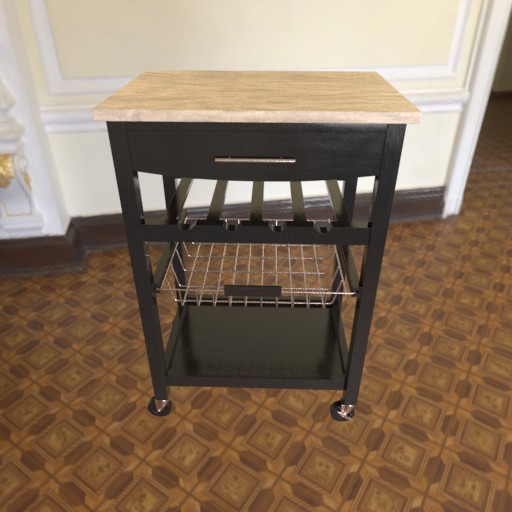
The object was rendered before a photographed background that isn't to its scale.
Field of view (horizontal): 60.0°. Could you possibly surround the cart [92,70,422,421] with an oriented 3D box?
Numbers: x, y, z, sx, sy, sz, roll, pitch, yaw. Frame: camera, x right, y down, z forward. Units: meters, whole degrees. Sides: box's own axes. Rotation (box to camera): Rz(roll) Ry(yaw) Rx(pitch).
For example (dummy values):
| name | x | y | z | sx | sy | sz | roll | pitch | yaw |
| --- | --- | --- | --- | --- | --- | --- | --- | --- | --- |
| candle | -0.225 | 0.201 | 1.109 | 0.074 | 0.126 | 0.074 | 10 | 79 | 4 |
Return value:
| name | x | y | z | sx | sy | sz | roll | pitch | yaw |
| --- | --- | --- | --- | --- | --- | --- | --- | --- | --- |
| cart | 0.000 | 0.000 | 1.158 | 0.584 | 0.839 | 0.403 | 1 | 32 | 2 |
